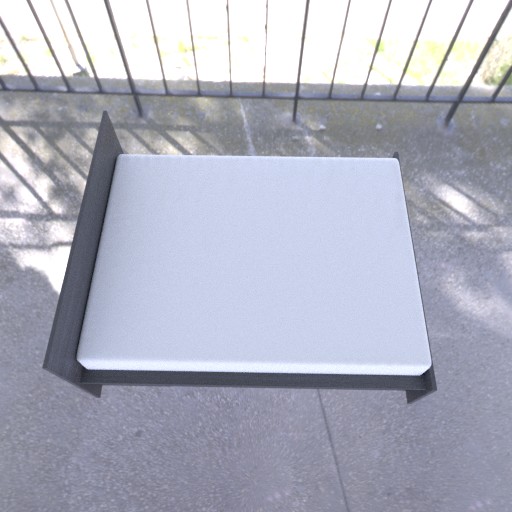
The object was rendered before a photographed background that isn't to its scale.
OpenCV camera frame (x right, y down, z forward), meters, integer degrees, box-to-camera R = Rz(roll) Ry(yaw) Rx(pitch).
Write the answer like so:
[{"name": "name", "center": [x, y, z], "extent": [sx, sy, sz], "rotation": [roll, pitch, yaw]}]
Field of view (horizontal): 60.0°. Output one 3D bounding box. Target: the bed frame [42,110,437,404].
[{"name": "bed frame", "center": [0.000, 0.000, 2.779], "extent": [1.960, 0.800, 1.622], "rotation": [1, 63, 0]}]
